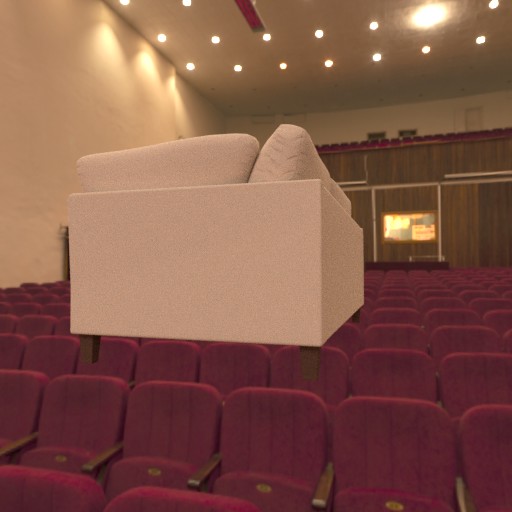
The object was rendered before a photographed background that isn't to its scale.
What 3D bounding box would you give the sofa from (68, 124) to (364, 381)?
[{"bbox_3d":[0.000,0.000,2.313,0.970,0.836,1.776,-1,-2,18],"label":"sofa"}]
